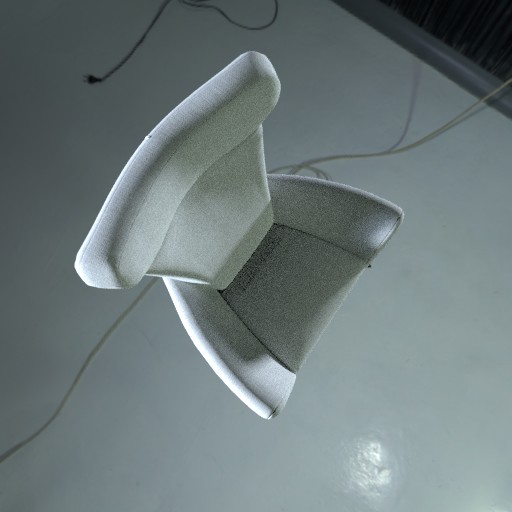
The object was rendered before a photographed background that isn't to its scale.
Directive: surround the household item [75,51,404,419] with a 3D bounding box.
[{"bbox_3d":[0.000,0.000,1.790,0.900,1.050,0.980,34,78,8],"label":"household item"}]
